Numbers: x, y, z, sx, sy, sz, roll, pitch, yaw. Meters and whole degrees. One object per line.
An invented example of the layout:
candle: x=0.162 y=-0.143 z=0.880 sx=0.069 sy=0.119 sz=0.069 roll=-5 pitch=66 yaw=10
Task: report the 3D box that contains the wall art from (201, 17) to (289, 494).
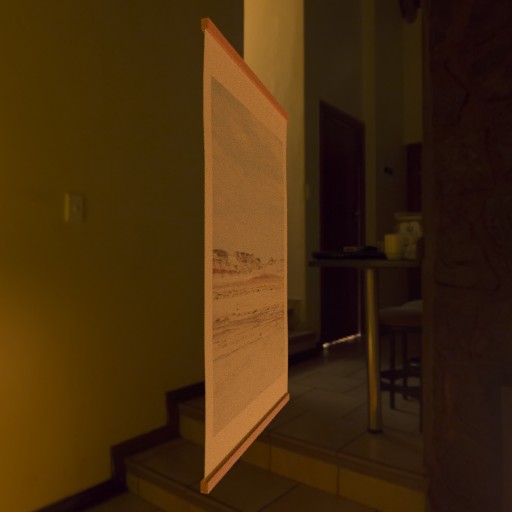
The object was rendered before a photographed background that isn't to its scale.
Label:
wall art: x=0.000 y=0.000 z=1.897 sx=0.025 sy=1.521 sz=1.011 roll=0 pitch=-1 yaw=19
